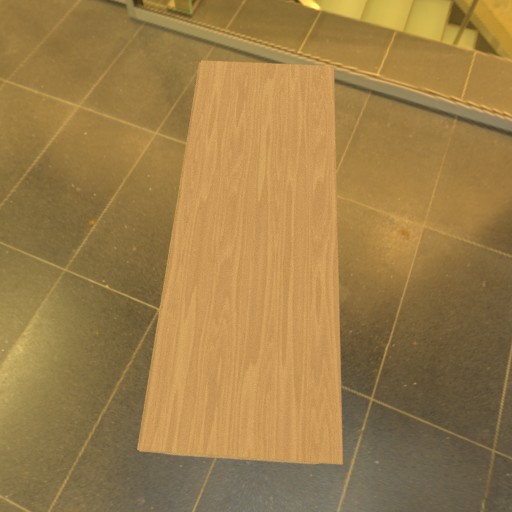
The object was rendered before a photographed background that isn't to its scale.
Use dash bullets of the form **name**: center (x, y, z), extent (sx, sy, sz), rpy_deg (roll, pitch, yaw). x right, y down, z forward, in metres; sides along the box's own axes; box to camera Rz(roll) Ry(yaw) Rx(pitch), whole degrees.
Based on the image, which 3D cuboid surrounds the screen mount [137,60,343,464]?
- **screen mount**: center (0.000, 0.000, 1.296), extent (0.406, 0.432, 1.084), rpy_deg (3, 65, 1)
